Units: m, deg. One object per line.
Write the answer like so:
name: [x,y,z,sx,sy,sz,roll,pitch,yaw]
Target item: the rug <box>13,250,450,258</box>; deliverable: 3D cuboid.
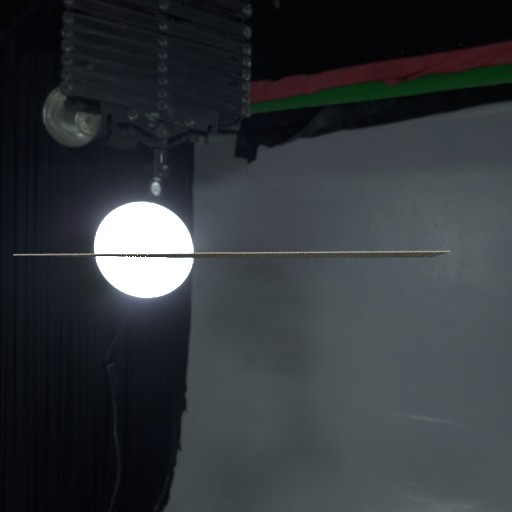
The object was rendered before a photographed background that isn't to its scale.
rug: [0.000,0.000,4.007,3.048,0.012,2.444,0,-1,19]
